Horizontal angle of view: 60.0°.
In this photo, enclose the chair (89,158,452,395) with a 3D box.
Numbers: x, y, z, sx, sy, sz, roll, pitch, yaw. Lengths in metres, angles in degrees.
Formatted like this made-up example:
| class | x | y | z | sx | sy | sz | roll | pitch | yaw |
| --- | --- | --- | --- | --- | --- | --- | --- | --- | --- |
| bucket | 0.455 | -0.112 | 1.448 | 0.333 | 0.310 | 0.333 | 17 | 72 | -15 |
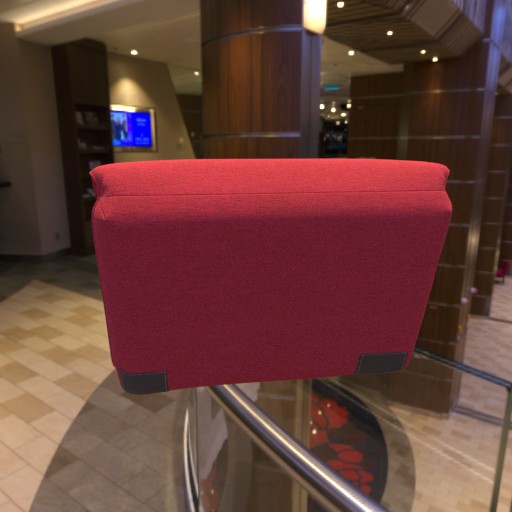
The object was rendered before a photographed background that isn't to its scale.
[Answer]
| class | x | y | z | sx | sy | sz | roll | pitch | yaw |
| --- | --- | --- | --- | --- | --- | --- | --- | --- | --- |
| chair | 0.000 | 0.000 | 1.331 | 0.820 | 0.580 | 0.780 | -2 | 14 | -10 |
